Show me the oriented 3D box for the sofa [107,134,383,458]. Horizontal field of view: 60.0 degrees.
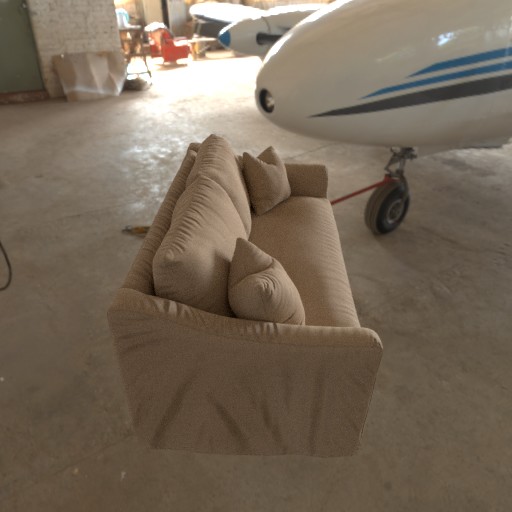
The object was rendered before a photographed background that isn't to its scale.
[{"bbox_3d":[0.000,0.000,2.628,1.072,1.018,2.010,1,32,1],"label":"sofa"}]
